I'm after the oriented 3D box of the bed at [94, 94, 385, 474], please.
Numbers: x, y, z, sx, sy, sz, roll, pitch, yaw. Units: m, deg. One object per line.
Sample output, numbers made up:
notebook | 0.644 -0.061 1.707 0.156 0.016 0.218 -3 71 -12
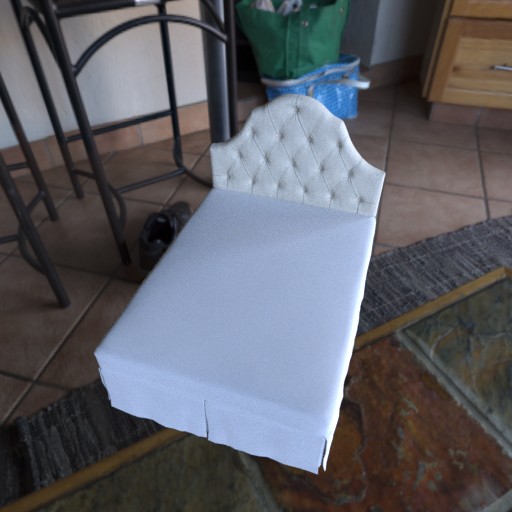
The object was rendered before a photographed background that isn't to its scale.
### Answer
bed | 0.000 0.000 3.205 1.627 1.575 2.092 13 44 14
